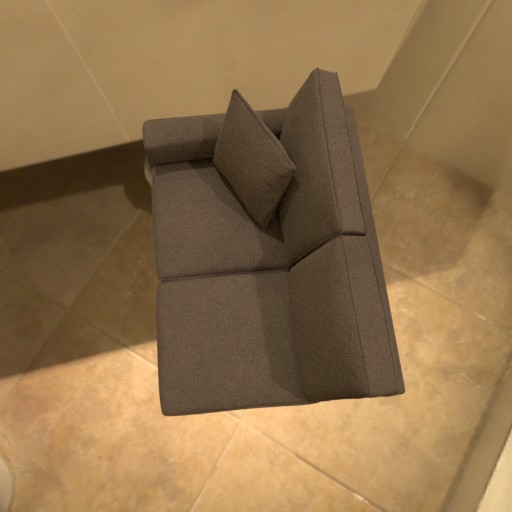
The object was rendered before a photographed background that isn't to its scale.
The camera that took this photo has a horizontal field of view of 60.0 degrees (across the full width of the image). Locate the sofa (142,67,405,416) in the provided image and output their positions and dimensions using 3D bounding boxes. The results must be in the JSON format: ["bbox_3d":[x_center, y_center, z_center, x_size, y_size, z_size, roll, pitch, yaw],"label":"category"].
[{"bbox_3d":[0.000,0.000,2.117,0.991,0.989,1.388,-6,75,-2],"label":"sofa"}]
